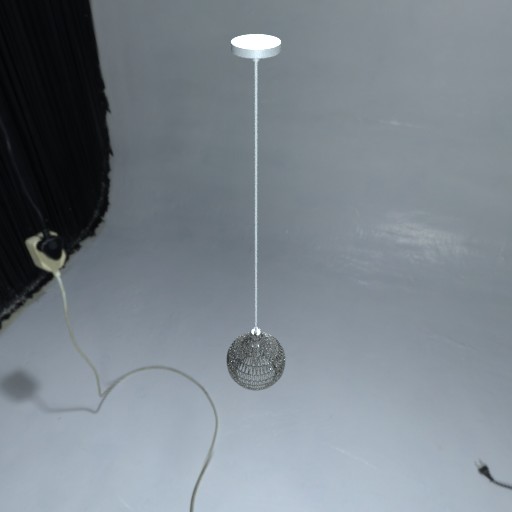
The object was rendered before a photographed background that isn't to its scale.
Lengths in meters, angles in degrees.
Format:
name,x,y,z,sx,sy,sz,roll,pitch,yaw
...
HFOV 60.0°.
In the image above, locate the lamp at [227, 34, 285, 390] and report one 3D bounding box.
name,x,y,z,sx,sy,sz,roll,pitch,yaw
lamp,0.000,0.000,2.122,0.355,1.919,0.355,14,43,15
